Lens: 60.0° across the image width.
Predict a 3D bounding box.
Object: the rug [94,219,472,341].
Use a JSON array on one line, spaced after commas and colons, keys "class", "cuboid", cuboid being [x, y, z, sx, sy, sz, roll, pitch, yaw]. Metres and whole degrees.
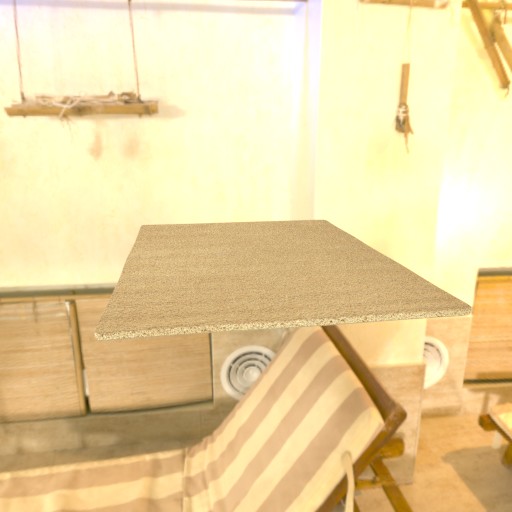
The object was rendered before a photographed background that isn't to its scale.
[{"class": "rug", "cuboid": [0.000, 0.000, 2.117, 1.199, 0.025, 1.600, -2, 16, -9]}]
